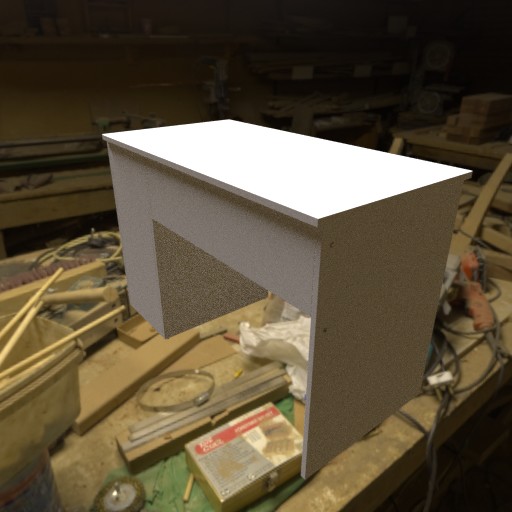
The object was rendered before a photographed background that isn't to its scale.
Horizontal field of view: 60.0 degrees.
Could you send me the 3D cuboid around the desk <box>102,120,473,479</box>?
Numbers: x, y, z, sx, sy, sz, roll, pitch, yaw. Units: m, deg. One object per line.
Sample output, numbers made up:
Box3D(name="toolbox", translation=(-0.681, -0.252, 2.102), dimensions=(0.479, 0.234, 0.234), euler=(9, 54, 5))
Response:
Box3D(name="desk", translation=(0.000, 0.000, 1.530), dimensions=(0.560, 0.730, 1.096), euler=(-19, 31, -34))
